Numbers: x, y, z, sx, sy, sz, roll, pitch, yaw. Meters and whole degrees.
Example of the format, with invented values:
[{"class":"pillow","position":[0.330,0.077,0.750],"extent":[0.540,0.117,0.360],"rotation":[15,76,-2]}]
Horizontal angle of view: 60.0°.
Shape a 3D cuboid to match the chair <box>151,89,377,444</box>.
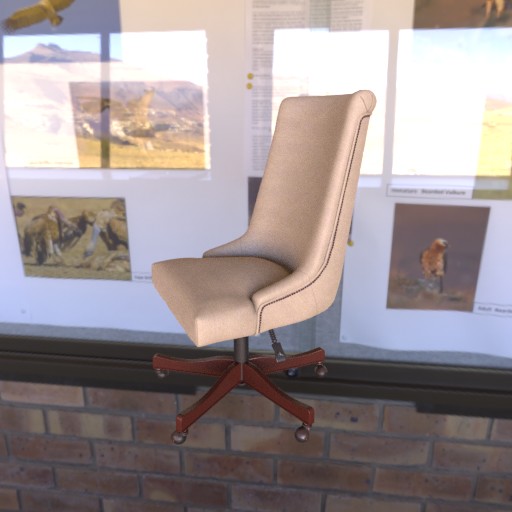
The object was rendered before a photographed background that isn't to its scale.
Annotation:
[{"class":"chair","position":[0.000,0.000,1.449],"extent":[0.696,1.010,0.645],"rotation":[-8,18,-24]}]
